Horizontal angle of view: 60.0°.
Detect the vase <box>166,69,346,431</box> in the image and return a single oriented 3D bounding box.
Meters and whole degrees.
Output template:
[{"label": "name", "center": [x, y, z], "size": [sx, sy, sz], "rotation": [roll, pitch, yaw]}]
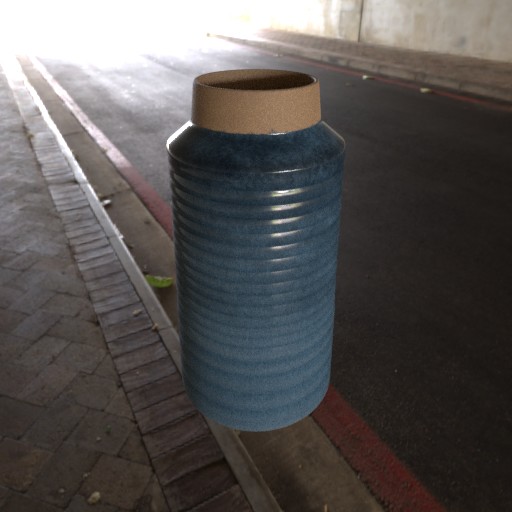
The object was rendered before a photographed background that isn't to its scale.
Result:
[{"label": "vase", "center": [0.000, 0.000, 0.419], "size": [0.163, 0.316, 0.163], "rotation": [0, 31, 0]}]
